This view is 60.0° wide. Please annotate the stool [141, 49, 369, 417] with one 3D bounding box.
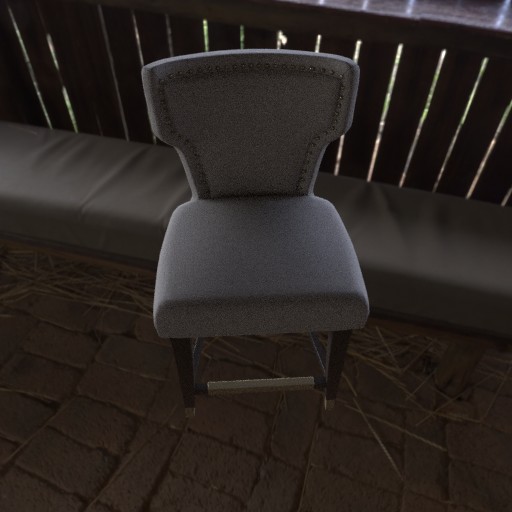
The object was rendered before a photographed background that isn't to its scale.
[{"bbox_3d":[0.000,0.000,1.289,0.527,0.982,0.563,-2,46,-2],"label":"stool"}]
